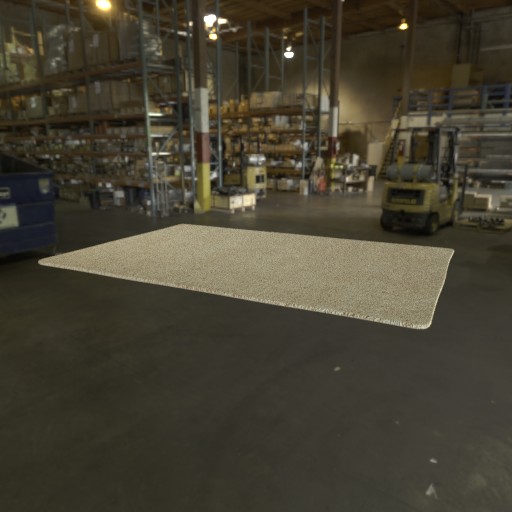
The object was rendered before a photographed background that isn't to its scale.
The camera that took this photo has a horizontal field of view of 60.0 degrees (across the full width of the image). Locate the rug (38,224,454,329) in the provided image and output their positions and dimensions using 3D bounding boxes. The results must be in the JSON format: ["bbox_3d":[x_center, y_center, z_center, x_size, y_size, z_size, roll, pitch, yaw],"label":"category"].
[{"bbox_3d":[0.000,0.000,3.412,2.700,0.024,1.801,7,15,26],"label":"rug"}]
